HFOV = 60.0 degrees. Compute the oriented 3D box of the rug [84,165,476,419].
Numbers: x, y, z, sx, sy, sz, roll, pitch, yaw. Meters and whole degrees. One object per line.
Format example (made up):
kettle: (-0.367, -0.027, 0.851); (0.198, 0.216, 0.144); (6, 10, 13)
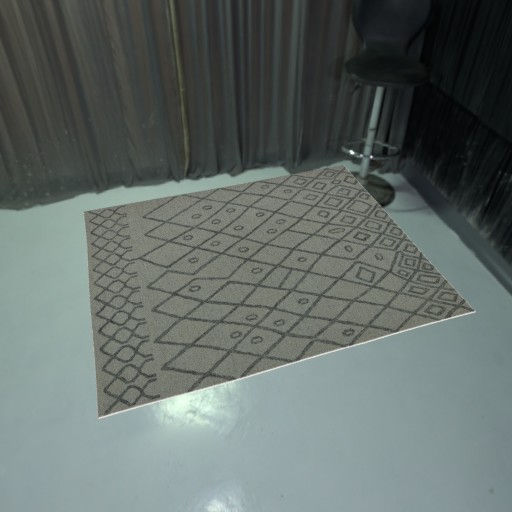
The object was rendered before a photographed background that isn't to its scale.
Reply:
rug: (0.000, 0.000, 4.189); (3.046, 0.015, 2.446); (-12, 44, -13)
